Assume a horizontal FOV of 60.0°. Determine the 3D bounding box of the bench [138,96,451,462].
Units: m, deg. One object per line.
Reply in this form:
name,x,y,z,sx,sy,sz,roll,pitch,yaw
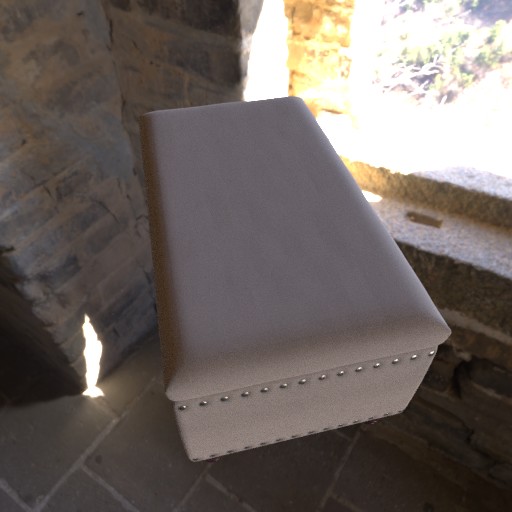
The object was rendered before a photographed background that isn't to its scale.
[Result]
bench,0.000,0.000,1.168,0.500,0.449,0.887,-10,47,-9
